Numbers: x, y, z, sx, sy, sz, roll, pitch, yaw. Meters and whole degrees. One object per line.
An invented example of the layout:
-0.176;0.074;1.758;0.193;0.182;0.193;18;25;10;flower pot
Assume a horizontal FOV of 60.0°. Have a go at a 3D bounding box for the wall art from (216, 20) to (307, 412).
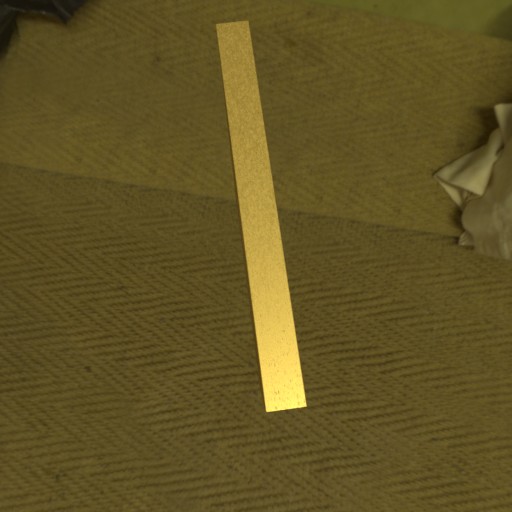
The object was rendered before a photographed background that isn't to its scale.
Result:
0.000;0.000;0.885;0.048;0.642;0.537;-7;75;-2;wall art
